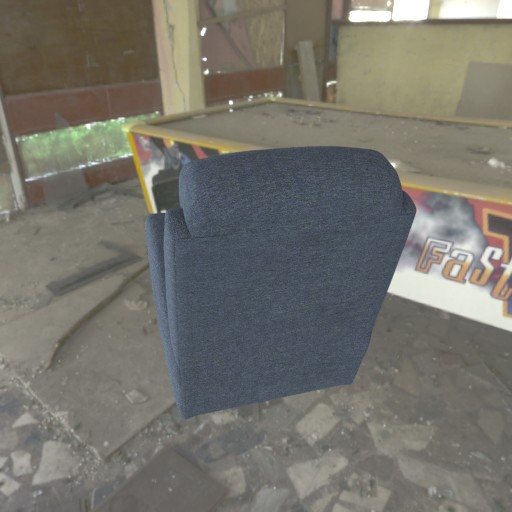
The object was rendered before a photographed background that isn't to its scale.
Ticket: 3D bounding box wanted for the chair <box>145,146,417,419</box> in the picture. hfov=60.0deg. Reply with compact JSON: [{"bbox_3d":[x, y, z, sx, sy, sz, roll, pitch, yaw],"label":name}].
[{"bbox_3d":[0.000,0.000,1.716,0.798,1.013,1.043,-7,28,-14],"label":"chair"}]
